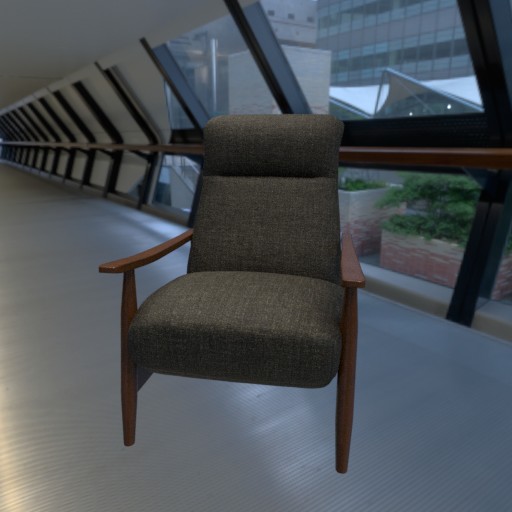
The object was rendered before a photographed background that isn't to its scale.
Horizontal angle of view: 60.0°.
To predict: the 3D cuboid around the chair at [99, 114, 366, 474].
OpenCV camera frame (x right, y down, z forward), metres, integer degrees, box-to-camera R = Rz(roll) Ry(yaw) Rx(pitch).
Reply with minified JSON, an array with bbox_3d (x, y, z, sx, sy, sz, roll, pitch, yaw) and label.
[{"bbox_3d":[0.000,0.000,1.722,0.762,1.082,1.014,3,16,10],"label":"chair"}]
